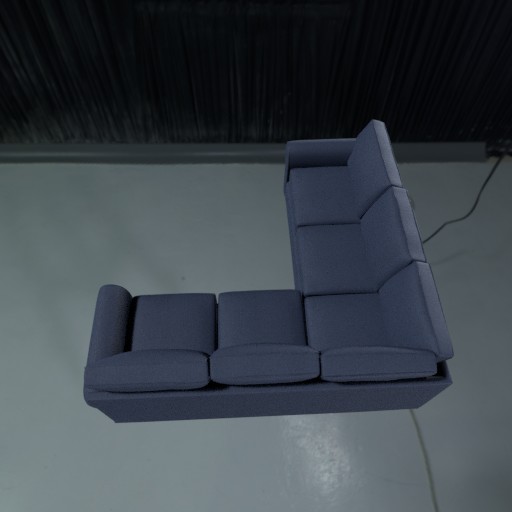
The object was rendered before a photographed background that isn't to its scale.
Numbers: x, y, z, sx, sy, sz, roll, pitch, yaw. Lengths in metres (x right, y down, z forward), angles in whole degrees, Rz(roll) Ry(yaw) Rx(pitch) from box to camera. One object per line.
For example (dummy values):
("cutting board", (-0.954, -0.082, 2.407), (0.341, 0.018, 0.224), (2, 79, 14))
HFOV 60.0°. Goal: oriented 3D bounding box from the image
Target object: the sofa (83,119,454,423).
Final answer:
("sofa", (0.000, 0.000, 3.843), (2.562, 1.042, 2.487), (-2, 59, -1))
